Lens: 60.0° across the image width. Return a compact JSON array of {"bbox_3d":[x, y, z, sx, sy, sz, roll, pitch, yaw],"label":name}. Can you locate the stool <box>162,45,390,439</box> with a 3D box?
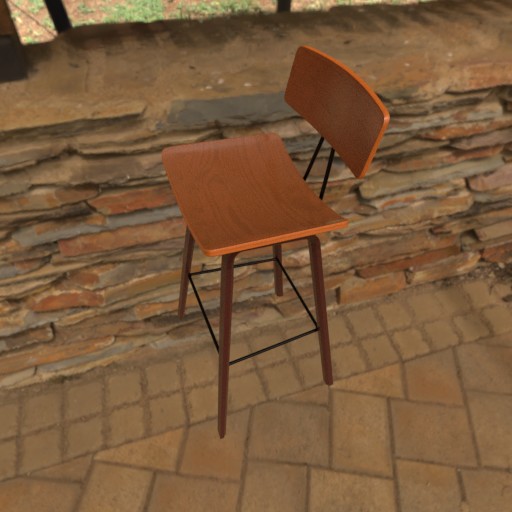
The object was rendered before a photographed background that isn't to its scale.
[{"bbox_3d":[0.000,0.000,1.235,0.440,0.969,0.509,-16,48,-15],"label":"stool"}]
